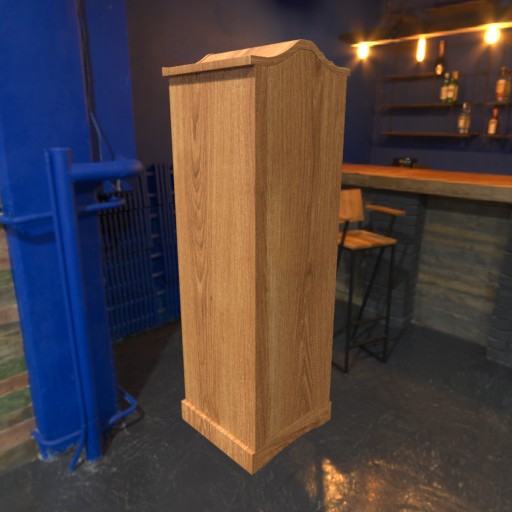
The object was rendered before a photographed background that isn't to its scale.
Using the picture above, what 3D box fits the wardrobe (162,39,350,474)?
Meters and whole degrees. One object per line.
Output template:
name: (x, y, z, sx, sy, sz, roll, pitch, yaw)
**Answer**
wardrobe: (0.000, 0.000, 2.173, 0.590, 1.870, 0.570, -15, 22, -41)
